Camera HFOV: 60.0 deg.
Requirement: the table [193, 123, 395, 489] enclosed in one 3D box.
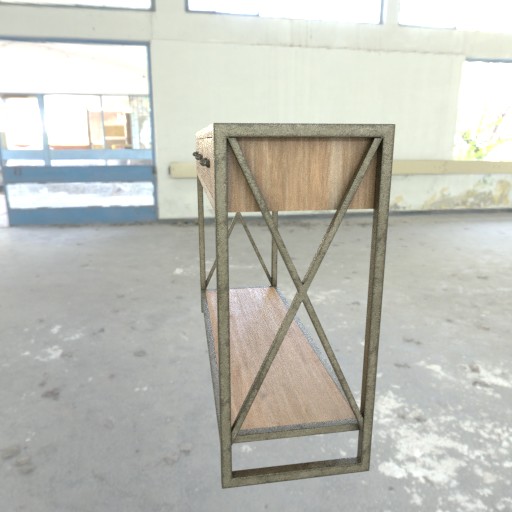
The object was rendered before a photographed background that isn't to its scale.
[{"bbox_3d":[0.000,0.000,1.398,0.361,0.763,1.059,-2,15,-9],"label":"table"}]
